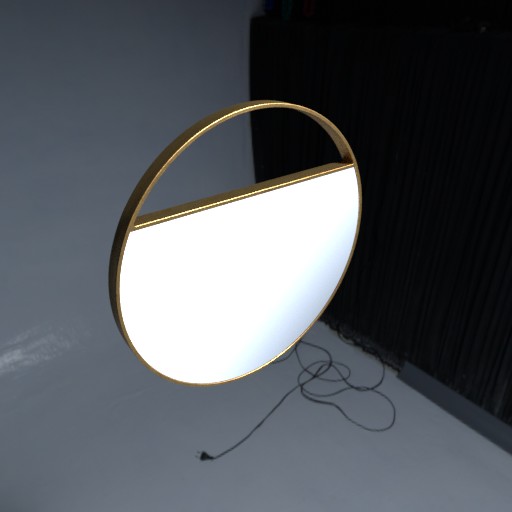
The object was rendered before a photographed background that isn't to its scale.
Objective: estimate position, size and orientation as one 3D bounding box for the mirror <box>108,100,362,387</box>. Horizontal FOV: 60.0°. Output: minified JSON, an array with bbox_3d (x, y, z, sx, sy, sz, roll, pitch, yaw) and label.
[{"bbox_3d":[0.000,0.000,0.850,0.565,0.565,0.032,-21,36,-32],"label":"mirror"}]
